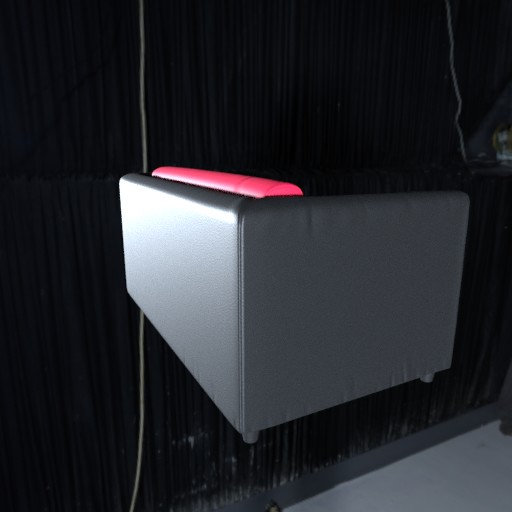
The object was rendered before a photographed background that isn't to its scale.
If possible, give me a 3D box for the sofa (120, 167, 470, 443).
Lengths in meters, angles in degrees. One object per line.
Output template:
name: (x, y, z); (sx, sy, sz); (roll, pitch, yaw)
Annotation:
sofa: (0.000, 0.000, 1.914); (0.845, 0.735, 1.410); (-7, 16, -27)
